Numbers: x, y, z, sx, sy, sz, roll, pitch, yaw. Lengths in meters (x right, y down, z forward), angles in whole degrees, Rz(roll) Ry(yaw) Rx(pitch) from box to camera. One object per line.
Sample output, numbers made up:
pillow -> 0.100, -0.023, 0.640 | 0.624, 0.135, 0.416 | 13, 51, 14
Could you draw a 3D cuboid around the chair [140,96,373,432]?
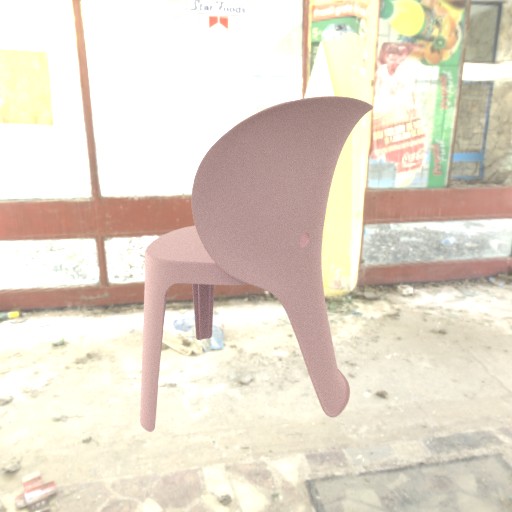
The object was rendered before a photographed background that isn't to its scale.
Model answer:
chair -> 0.000, 0.000, 0.856 | 0.402, 0.554, 0.451 | 3, 16, 10
